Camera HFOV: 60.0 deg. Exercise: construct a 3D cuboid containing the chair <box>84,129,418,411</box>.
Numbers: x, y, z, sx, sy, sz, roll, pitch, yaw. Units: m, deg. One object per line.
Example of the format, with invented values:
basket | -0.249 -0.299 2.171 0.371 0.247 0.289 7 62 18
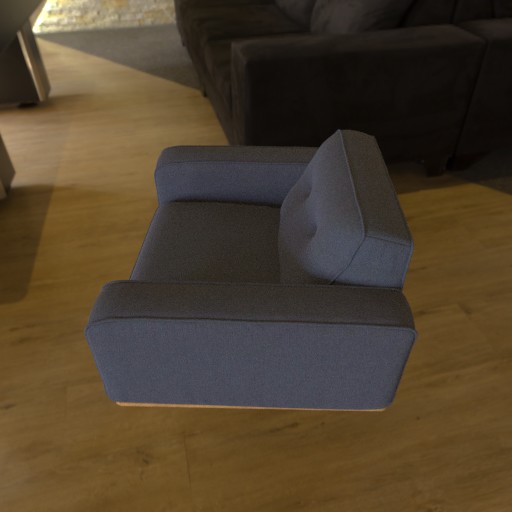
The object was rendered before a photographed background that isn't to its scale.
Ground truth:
chair | 0.000 0.000 1.751 0.953 0.783 1.118 1 40 2
